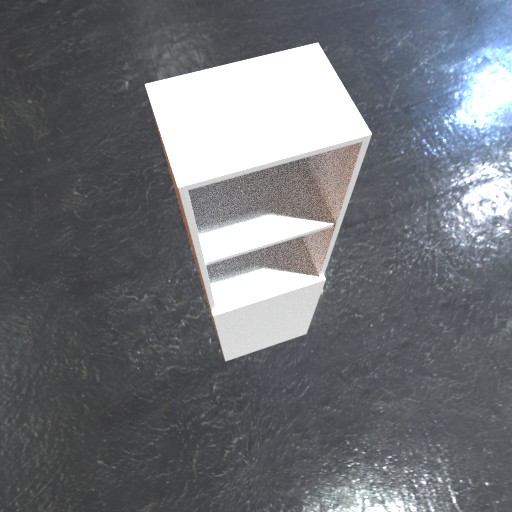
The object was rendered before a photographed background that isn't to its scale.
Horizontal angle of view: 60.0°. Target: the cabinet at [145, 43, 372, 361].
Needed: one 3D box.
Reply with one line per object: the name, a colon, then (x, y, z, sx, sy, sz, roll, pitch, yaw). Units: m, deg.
cabinet: (0.000, 0.000, 1.519, 0.400, 1.350, 0.300, -17, 65, -8)
